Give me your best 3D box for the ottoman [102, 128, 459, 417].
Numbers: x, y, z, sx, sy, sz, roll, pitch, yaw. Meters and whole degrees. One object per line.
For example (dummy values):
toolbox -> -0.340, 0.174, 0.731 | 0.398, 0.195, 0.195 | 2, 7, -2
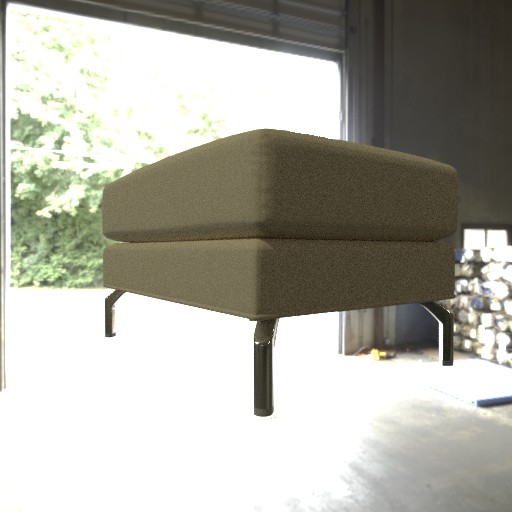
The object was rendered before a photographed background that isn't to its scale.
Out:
ottoman -> 0.000, 0.000, 1.183 | 0.581, 0.497, 0.835 | -1, 1, -35
